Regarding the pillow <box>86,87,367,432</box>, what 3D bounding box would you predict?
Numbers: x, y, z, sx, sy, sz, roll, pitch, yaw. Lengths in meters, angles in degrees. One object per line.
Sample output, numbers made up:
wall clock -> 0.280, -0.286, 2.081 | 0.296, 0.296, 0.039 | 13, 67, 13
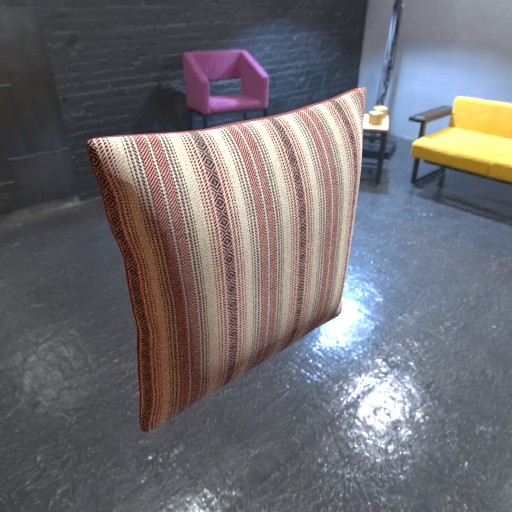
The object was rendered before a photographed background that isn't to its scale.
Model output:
pillow -> 0.000, 0.000, 0.768 | 0.513, 0.497, 0.166 | -23, 38, -33
